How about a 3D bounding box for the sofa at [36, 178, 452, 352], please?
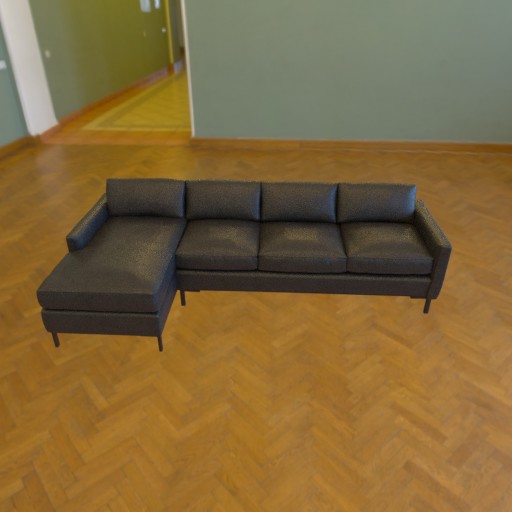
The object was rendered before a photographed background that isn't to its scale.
[{"bbox_3d":[0.000,0.000,3.614,2.993,0.859,1.471,2,30,3],"label":"sofa"}]
